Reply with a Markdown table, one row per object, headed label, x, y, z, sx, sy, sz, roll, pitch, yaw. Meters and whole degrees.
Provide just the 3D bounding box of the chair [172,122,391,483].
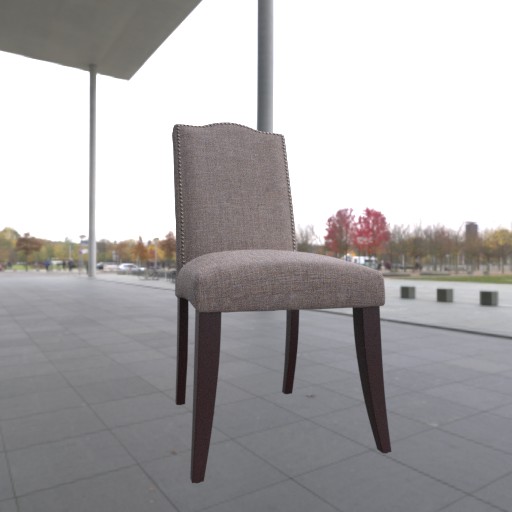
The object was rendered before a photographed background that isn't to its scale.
| label | x | y | z | sx | sy | sz | roll | pitch | yaw |
| --- | --- | --- | --- | --- | --- | --- | --- | --- | --- |
| chair | 0.000 | 0.000 | 1.374 | 0.513 | 1.016 | 0.660 | 0 | -1 | -18 |
